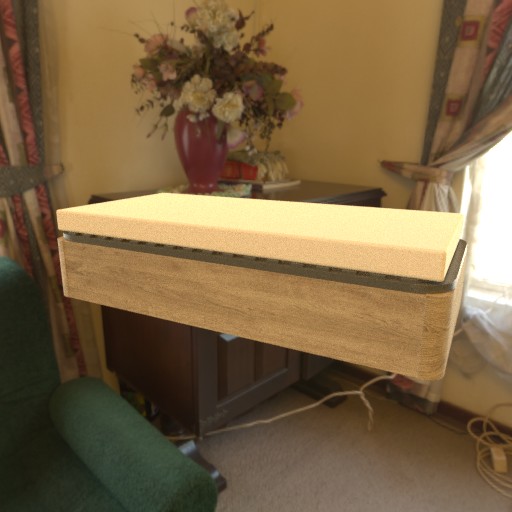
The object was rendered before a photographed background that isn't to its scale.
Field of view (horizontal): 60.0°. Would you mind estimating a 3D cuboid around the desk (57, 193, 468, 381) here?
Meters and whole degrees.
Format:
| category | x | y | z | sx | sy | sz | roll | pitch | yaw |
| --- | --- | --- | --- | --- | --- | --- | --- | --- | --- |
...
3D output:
| category | x | y | z | sx | sy | sz | roll | pitch | yaw |
| --- | --- | --- | --- | --- | --- | --- | --- | --- | --- |
| desk | 0.000 | 0.000 | 2.253 | 1.900 | 0.455 | 0.900 | 8 | 17 | 27 |
